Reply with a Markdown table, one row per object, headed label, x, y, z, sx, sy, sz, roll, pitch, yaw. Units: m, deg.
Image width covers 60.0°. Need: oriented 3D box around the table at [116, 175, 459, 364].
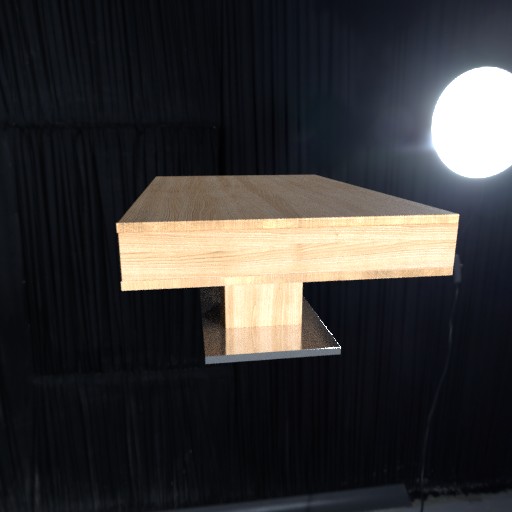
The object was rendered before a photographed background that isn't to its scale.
| label | x | y | z | sx | sy | sz | roll | pitch | yaw |
| --- | --- | --- | --- | --- | --- | --- | --- | --- | --- |
| table | 0.000 | 0.000 | 1.464 | 0.700 | 0.440 | 1.100 | -2 | 15 | -8 |
